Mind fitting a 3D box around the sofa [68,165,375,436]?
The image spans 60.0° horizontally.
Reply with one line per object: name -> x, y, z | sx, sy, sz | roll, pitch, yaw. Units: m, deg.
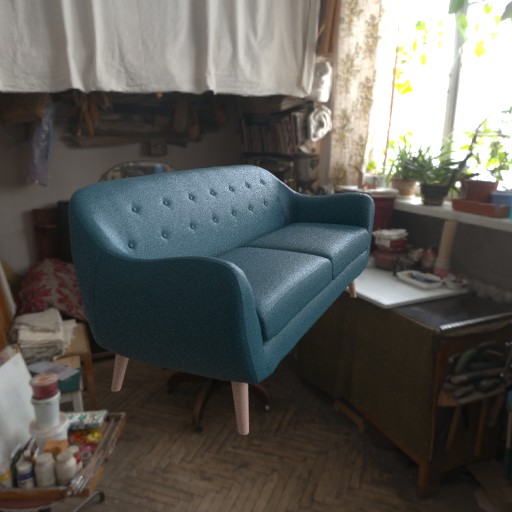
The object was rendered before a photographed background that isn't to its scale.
sofa -> 0.000, 0.000, 2.241 | 0.820, 0.836, 1.840 | 7, 17, 25
